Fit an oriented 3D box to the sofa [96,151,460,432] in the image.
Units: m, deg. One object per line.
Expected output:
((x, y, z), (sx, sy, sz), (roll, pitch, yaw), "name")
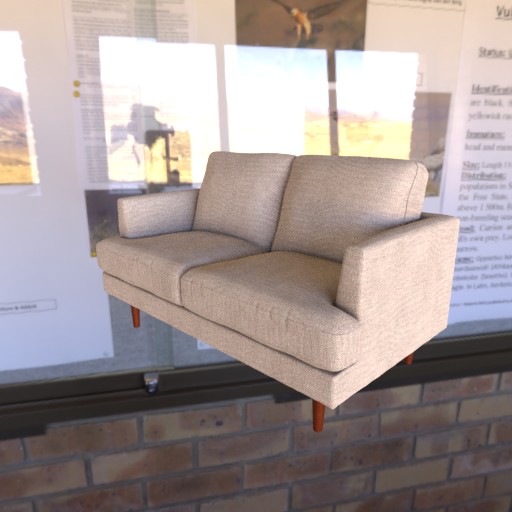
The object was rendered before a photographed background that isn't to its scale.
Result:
((0.000, 0.000, 2.131), (1.582, 0.944, 0.903), (15, 22, 43), "sofa")
